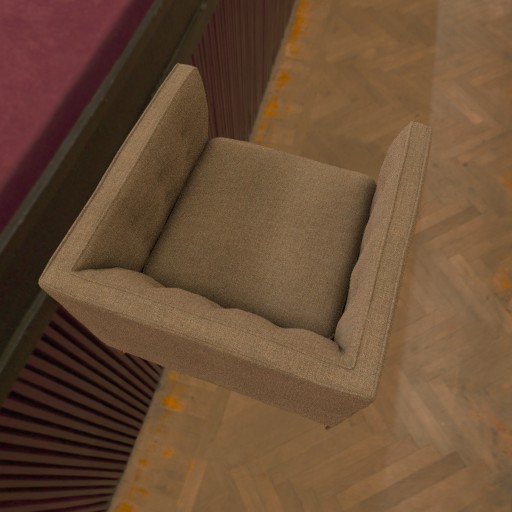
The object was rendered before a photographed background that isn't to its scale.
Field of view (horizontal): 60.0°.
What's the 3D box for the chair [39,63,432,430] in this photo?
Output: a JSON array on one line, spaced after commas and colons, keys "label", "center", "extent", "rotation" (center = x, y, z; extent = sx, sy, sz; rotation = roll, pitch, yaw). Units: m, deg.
[{"label": "chair", "center": [0.000, 0.000, 1.610], "extent": [0.920, 0.799, 0.912], "rotation": [17, 65, 9]}]
